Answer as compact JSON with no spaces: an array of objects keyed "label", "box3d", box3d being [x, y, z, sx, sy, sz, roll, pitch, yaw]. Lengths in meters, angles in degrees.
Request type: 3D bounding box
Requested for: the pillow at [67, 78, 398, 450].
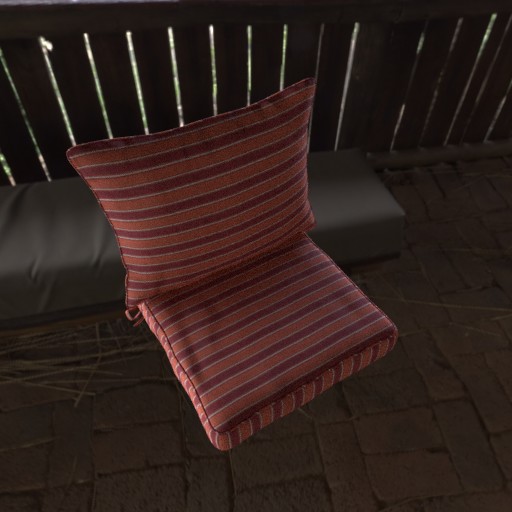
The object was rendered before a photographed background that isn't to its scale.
[{"label":"pillow","box3d":[0.000,0.000,1.367,0.799,0.723,0.733,-24,52,-21]}]
